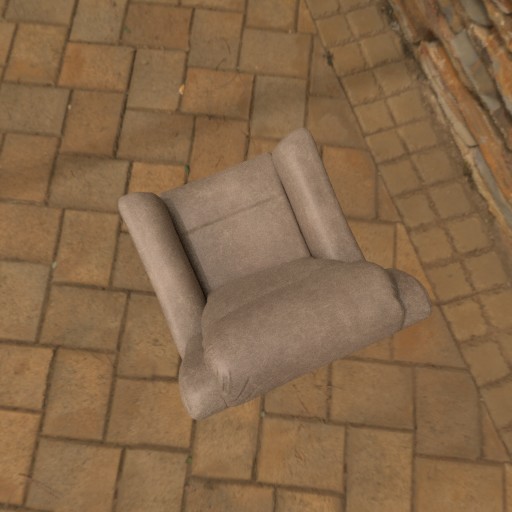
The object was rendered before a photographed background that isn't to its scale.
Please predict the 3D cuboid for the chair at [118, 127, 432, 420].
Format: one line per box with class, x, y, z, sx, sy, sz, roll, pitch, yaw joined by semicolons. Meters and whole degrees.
chair;0.000;0.000;1.960;0.967;1.116;1.068;-22;76;-6
